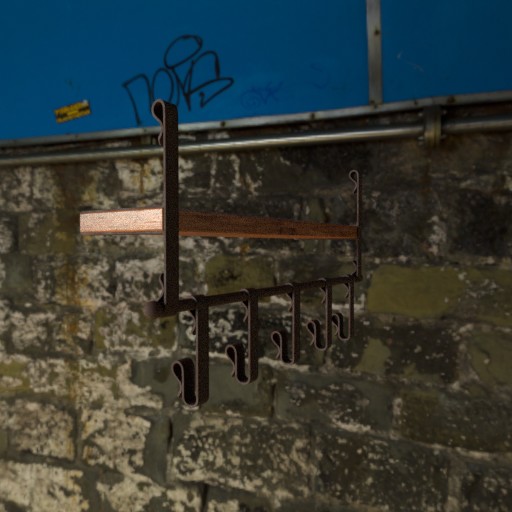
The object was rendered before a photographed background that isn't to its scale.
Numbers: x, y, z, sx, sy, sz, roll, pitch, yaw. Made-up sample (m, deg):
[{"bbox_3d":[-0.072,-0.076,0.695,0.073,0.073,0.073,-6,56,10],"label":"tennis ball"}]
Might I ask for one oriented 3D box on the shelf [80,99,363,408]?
[{"bbox_3d":[0.000,0.000,0.707,0.146,0.330,0.567,1,2,35],"label":"shelf"}]
